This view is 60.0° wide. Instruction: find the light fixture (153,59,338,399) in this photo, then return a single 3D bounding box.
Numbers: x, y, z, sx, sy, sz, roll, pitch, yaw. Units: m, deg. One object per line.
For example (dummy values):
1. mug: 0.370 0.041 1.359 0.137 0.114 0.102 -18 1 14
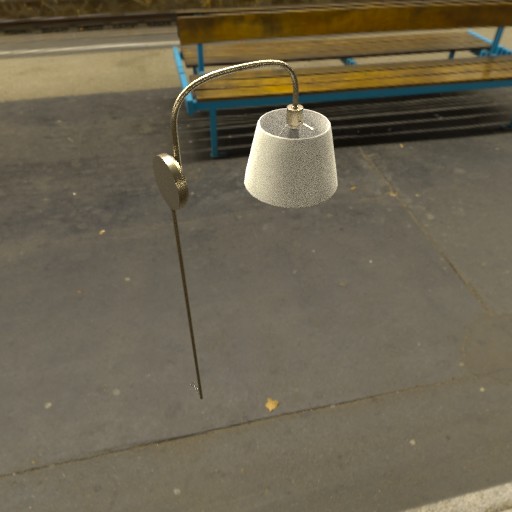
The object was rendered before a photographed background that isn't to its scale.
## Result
1. light fixture: 0.000 0.000 0.473 0.176 0.399 0.092 -25 47 -25
